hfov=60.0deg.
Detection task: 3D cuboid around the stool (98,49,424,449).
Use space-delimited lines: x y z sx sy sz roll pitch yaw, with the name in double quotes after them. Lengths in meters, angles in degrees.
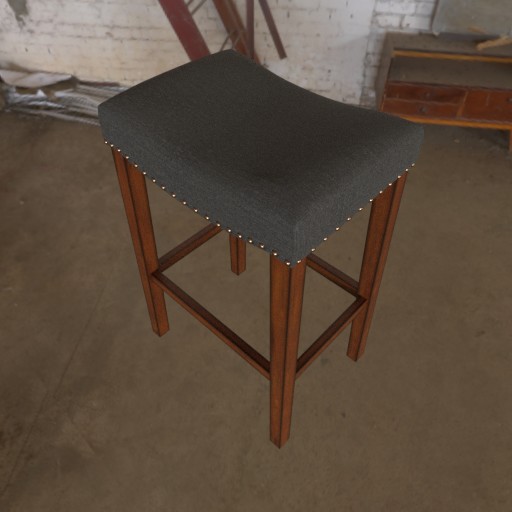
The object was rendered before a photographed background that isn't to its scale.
0.000 0.000 1.028 0.502 0.748 0.366 34 56 28 "stool"
